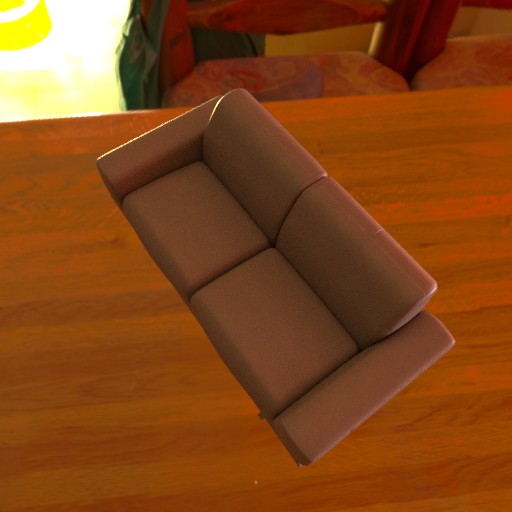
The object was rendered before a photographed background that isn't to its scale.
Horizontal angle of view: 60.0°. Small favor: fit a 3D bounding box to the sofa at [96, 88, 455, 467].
[{"bbox_3d":[0.000,0.000,2.349,0.900,0.772,1.901,-33,68,-15],"label":"sofa"}]
